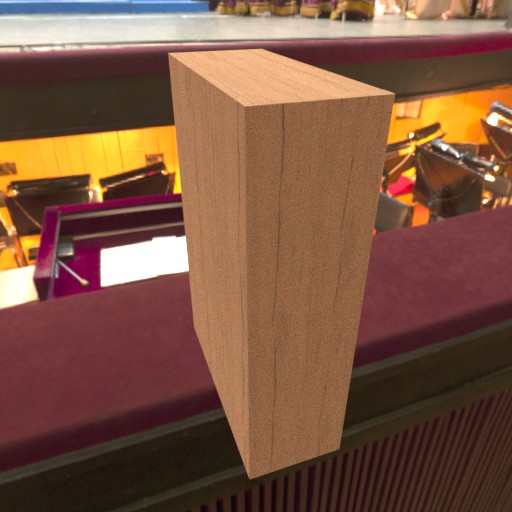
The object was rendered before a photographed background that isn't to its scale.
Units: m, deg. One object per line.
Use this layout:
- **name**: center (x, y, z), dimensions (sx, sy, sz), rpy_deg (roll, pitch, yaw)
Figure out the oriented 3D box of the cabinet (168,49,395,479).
- **cabinet**: center (0.000, 0.000, 2.629), dimensions (0.580, 2.070, 1.400), rpy_deg (-11, 33, -17)
